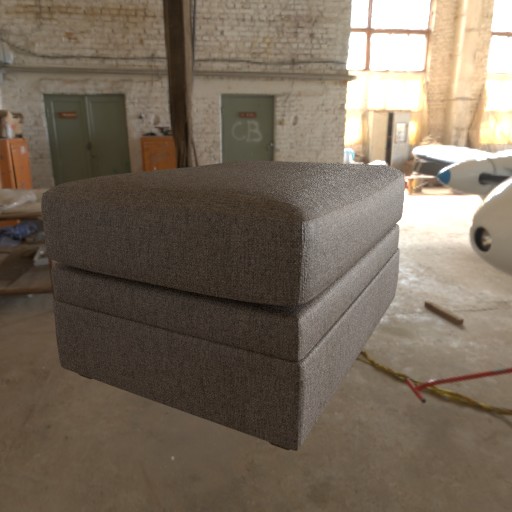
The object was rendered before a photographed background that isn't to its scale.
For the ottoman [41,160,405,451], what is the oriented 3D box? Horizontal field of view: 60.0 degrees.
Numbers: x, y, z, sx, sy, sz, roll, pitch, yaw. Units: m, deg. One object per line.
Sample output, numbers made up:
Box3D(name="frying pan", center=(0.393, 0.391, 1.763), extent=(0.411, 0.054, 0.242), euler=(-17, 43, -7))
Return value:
Box3D(name="ottoman", center=(0.000, 0.000, 1.209), extent=(0.637, 0.478, 0.885), euler=(8, 18, 27))
